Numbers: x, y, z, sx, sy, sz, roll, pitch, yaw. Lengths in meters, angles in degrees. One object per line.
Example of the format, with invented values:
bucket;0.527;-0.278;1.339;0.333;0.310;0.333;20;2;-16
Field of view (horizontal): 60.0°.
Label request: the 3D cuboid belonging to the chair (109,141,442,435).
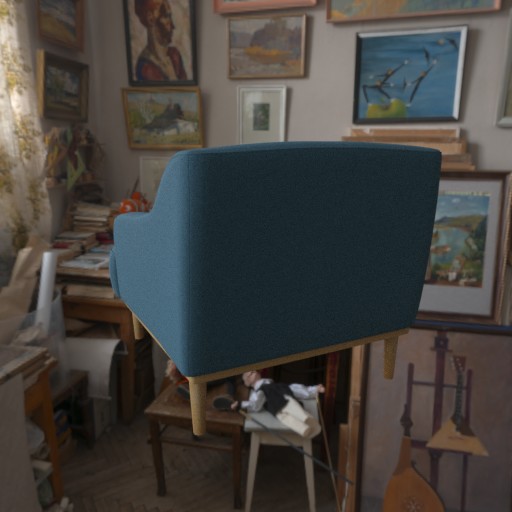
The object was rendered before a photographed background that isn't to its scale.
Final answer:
chair;0.000;0.000;1.648;0.946;0.818;0.951;-7;15;-25
